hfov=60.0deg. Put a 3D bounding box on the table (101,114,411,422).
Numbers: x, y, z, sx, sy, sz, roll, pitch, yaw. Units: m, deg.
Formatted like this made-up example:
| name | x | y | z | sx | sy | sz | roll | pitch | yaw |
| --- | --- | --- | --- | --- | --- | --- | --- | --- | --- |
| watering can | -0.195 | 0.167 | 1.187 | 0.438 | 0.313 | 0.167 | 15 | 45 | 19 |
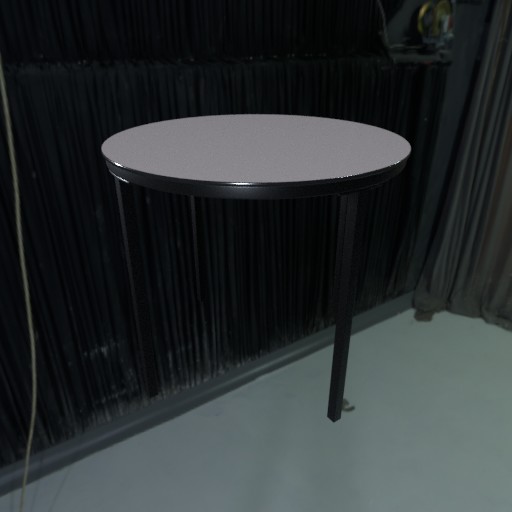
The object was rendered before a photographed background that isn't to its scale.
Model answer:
| name | x | y | z | sx | sy | sz | roll | pitch | yaw |
| --- | --- | --- | --- | --- | --- | --- | --- | --- | --- |
| table | 0.000 | 0.000 | 0.845 | 0.499 | 0.443 | 0.499 | 0 | 27 | 0 |
